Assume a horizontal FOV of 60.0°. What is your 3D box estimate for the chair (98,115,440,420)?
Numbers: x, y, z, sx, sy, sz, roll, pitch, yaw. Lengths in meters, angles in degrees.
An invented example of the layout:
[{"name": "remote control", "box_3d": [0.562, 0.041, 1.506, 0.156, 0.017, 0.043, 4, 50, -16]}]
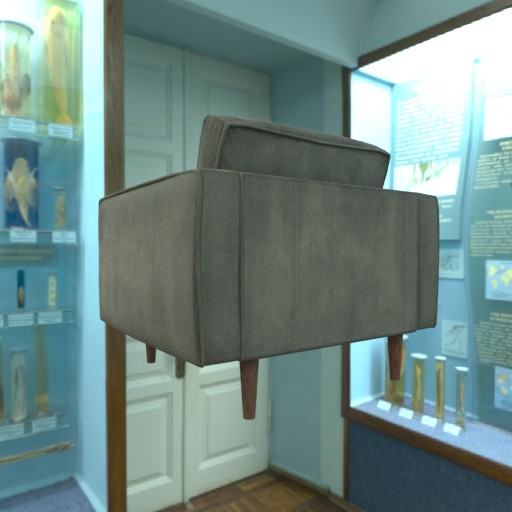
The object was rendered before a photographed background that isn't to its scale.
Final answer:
[{"name": "chair", "box_3d": [0.000, 0.000, 1.538, 0.928, 0.773, 0.843, -1, 1, -35]}]
